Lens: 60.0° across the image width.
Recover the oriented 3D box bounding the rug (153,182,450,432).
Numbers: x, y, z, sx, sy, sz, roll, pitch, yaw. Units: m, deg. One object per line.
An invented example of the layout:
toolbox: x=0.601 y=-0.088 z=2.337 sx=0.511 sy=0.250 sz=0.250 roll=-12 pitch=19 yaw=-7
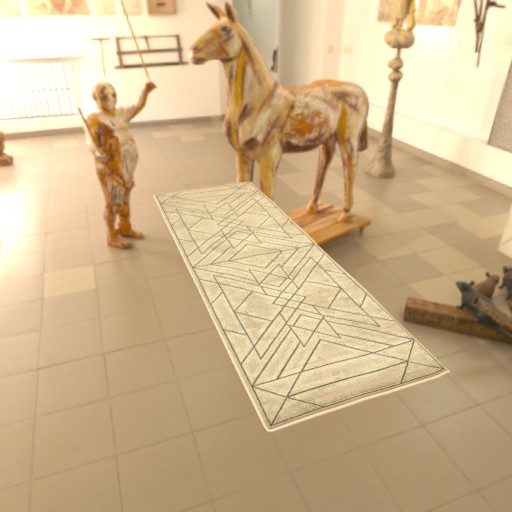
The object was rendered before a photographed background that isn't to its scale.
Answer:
rug: x=0.000 y=0.000 z=2.679 sx=0.831 sy=0.036 sz=2.381 roll=-11 pitch=32 yaw=-18
